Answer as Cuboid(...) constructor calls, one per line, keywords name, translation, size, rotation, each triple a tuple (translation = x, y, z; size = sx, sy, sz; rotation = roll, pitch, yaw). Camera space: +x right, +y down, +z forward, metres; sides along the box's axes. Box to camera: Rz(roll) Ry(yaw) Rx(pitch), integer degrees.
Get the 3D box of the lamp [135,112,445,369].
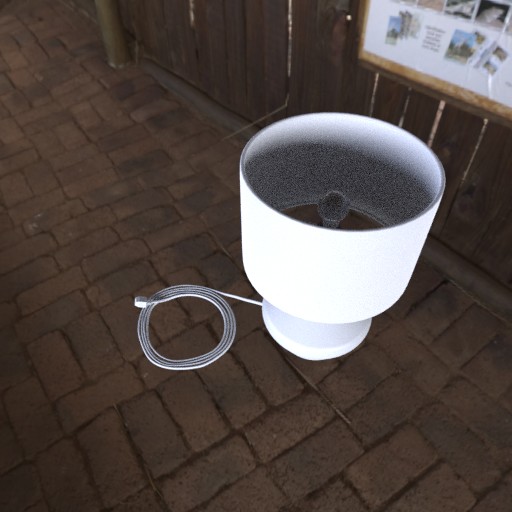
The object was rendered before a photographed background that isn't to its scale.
Cuboid(name="lamp", translation=(0.000, 0.000, 0.851), size=(0.546, 0.457, 0.401), rotation=(24, 51, 21))
